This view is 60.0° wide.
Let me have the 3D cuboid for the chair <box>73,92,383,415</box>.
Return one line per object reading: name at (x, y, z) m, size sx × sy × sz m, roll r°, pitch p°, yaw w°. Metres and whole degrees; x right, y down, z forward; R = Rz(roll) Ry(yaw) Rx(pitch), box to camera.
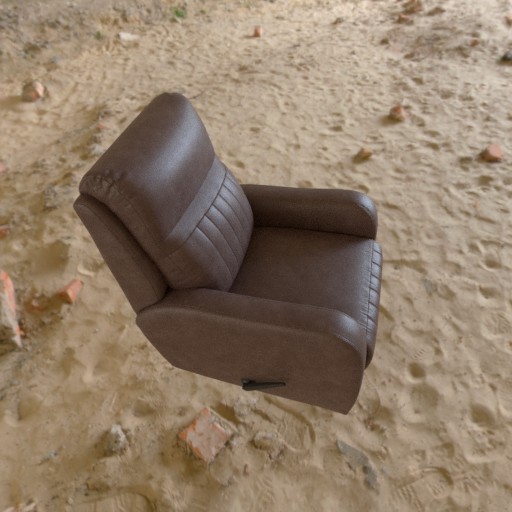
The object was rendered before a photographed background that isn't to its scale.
chair at (0.000, 0.000, 1.844) m, size 1.067 × 1.067 × 0.865 m, roll 11°, pitch 47°, yaw 10°
